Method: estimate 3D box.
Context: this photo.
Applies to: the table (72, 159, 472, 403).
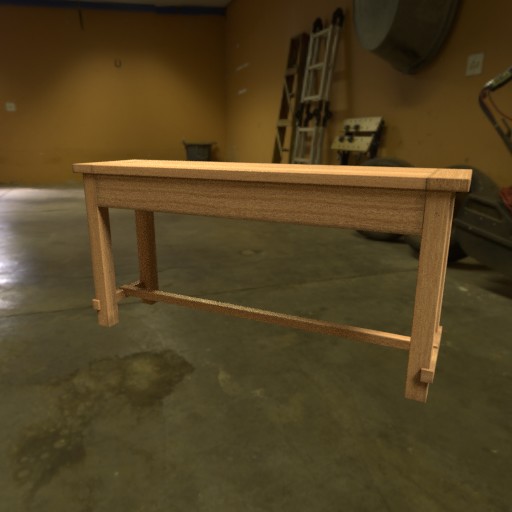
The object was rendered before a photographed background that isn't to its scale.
[{"bbox_3d":[0.000,0.000,1.914,1.599,0.762,0.442,7,17,25],"label":"table"}]
